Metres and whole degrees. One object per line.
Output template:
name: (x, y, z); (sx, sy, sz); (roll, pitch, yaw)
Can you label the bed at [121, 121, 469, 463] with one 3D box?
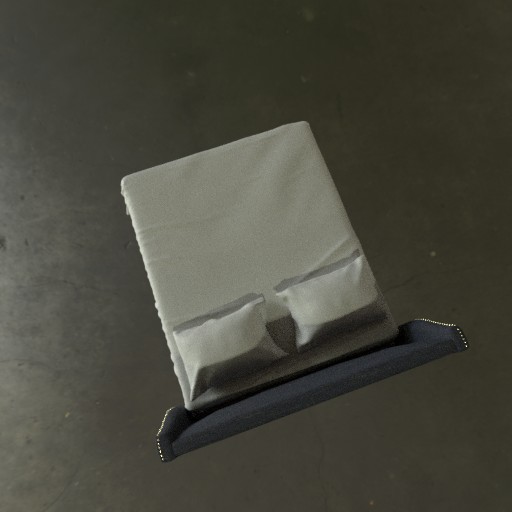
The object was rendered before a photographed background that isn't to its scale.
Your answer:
bed: (0.000, 0.000, 3.436); (1.925, 1.332, 2.276); (-19, 75, -5)
